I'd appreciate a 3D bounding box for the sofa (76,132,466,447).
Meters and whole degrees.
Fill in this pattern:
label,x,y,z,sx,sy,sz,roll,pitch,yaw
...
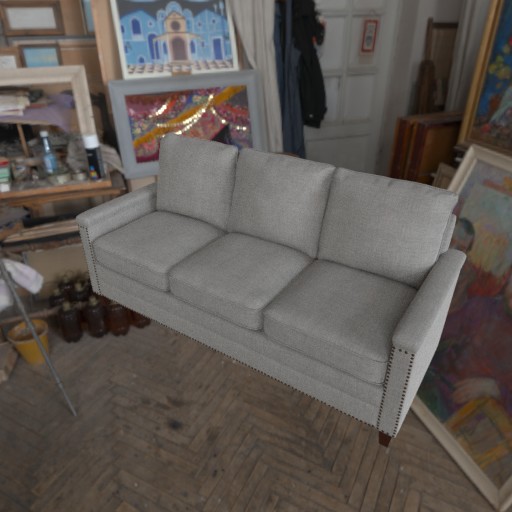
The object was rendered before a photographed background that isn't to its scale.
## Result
label,x,y,z,sx,sy,sz,roll,pitch,yaw
sofa,0.000,0.000,2.375,1.925,0.959,0.828,19,35,29
